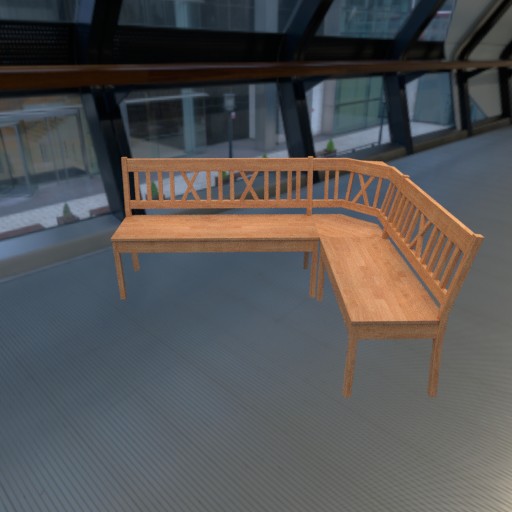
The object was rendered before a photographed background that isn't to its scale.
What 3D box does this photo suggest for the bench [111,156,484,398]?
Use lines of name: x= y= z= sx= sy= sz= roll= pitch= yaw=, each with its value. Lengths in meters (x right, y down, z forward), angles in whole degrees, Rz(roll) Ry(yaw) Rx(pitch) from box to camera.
bench: x=0.000 y=0.000 z=2.777 sx=1.937 sy=0.902 sz=1.537 roll=0 pitch=26 yaw=-1
